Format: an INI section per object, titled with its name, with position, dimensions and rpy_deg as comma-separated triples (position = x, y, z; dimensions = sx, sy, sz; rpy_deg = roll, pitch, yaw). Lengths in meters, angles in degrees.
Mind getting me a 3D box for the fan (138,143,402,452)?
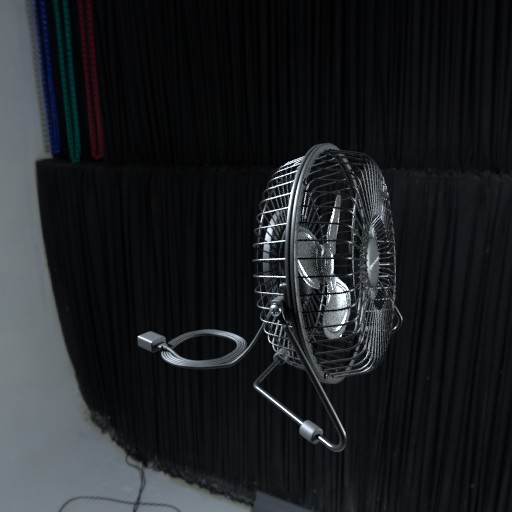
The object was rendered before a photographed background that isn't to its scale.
[fan]
position = 0.000, 0.000, 0.381
dimensions = 0.227, 0.188, 0.209
rpy_deg = 7, 16, 26
